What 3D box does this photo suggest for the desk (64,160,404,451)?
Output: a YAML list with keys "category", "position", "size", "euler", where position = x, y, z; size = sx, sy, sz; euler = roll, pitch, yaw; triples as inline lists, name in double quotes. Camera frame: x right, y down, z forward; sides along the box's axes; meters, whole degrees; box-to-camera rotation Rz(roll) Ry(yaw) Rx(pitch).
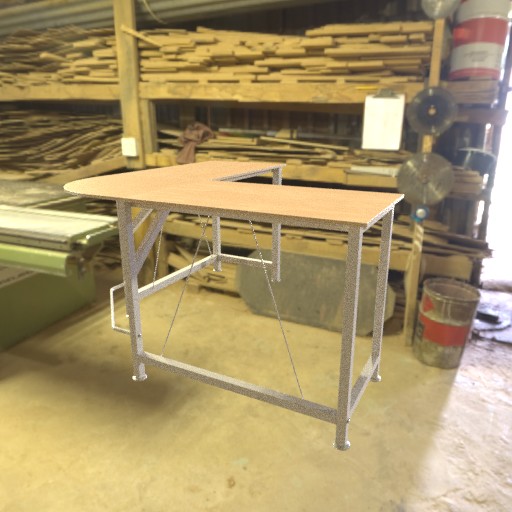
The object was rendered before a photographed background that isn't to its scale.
- category: "desk"
  position: [0.000, 0.000, 2.189]
  size: [1.400, 0.762, 1.400]
  euler: [9, 19, 26]
